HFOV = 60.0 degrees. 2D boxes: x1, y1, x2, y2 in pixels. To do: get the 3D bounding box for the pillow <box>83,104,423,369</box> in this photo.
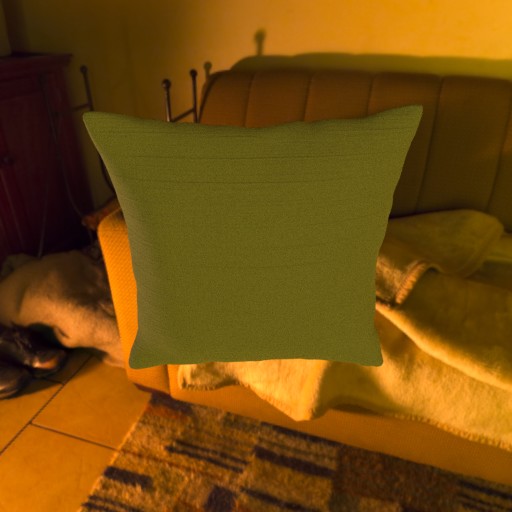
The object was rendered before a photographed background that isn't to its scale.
[{"bbox_3d":[0.000,0.000,0.715,0.470,0.464,0.175,-1,29,-2],"label":"pillow"}]
